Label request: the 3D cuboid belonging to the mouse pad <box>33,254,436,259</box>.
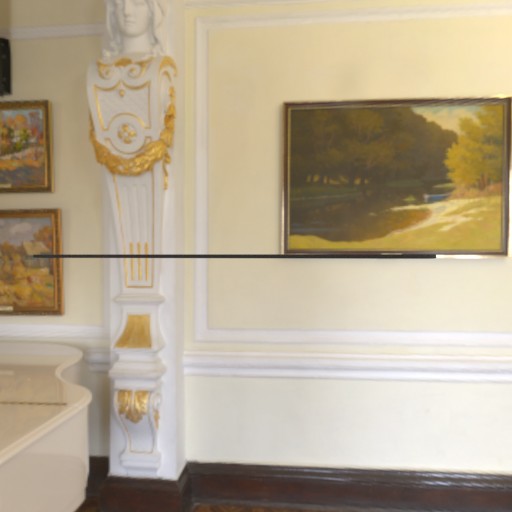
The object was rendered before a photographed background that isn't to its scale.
[{"bbox_3d":[0.000,0.000,0.345,0.249,0.002,0.211,0,0,18],"label":"mouse pad"}]
